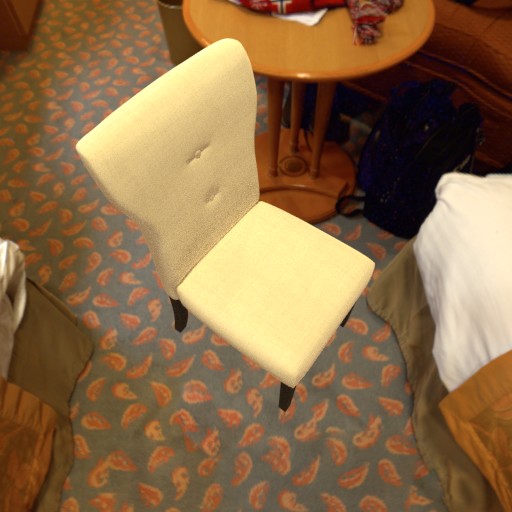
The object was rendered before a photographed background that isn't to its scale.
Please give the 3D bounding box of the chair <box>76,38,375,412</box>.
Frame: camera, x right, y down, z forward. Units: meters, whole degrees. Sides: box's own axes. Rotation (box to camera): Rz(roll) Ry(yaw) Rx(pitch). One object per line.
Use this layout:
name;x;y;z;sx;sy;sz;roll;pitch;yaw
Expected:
chair;0.000;0.000;1.294;0.597;0.921;0.509;32;62;19
